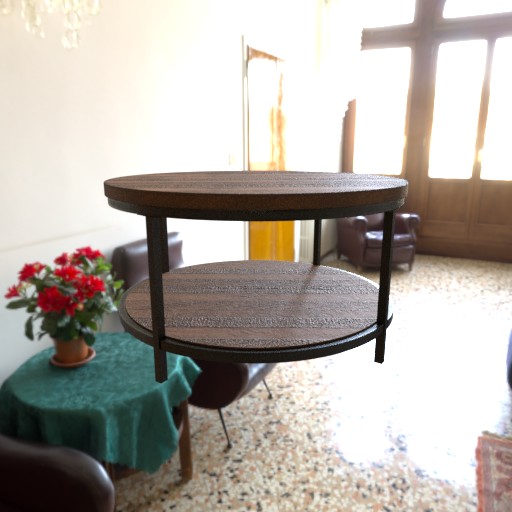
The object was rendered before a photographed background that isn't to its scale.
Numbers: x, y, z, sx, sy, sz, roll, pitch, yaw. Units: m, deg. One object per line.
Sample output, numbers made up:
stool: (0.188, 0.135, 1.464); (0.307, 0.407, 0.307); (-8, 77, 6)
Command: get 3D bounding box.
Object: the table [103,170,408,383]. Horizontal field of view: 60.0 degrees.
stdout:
table: (0.000, 0.000, 1.339); (0.837, 0.462, 0.837); (0, 14, 0)
